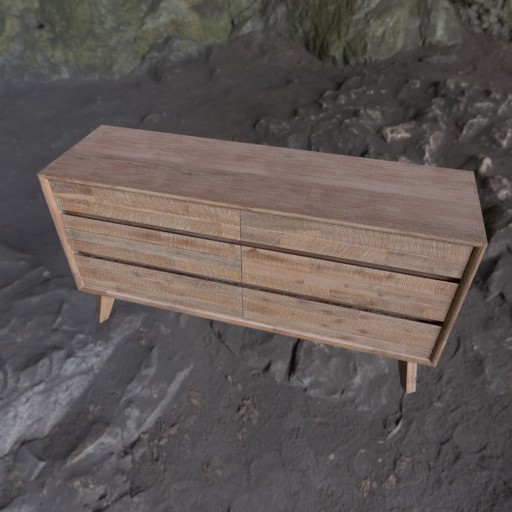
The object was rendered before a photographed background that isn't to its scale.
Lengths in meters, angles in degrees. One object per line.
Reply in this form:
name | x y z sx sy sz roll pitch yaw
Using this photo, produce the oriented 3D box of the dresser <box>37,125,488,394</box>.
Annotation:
dresser | 0.000 0.000 1.900 1.554 0.805 0.455 10 41 12
